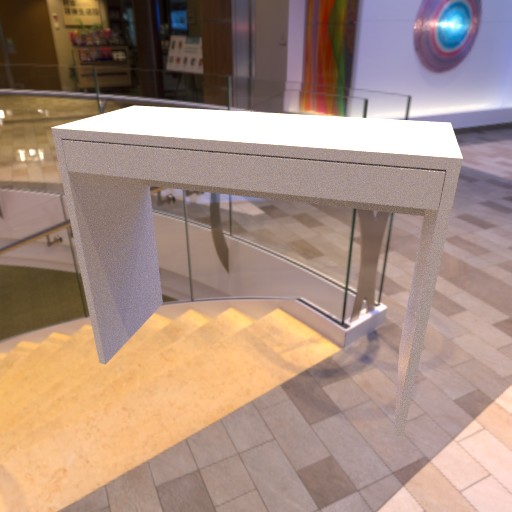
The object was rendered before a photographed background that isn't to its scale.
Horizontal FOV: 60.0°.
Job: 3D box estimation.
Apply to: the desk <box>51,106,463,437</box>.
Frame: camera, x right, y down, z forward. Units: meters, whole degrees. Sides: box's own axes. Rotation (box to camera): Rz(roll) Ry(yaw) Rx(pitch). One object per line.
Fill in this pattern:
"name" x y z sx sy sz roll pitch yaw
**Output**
"desk" 0.000 0.000 1.373 1.000 0.790 0.400 8 28 16
